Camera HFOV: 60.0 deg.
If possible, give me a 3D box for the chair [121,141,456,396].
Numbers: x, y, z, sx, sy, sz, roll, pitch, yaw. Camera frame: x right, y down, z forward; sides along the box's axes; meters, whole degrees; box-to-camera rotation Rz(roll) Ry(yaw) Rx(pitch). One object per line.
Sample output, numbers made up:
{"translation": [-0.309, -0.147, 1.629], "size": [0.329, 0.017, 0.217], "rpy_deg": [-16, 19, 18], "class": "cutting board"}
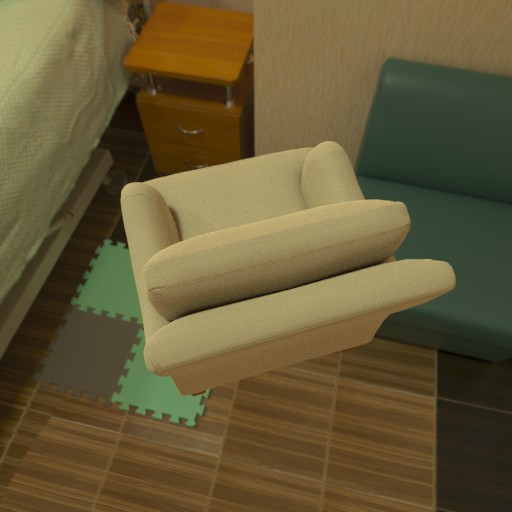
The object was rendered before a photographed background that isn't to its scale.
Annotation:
{"translation": [0.000, 0.000, 1.824], "size": [0.955, 1.038, 1.070], "rpy_deg": [-14, 59, -9], "class": "chair"}
